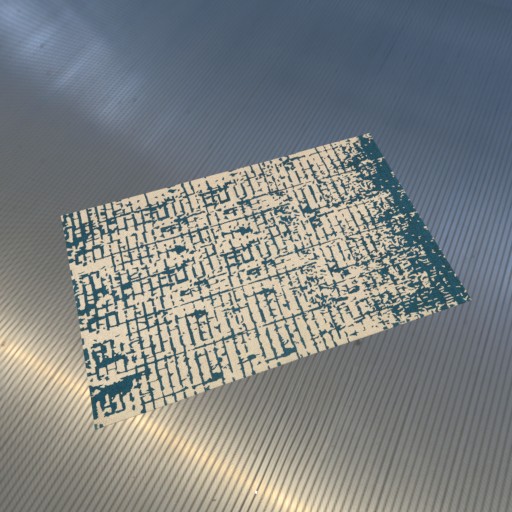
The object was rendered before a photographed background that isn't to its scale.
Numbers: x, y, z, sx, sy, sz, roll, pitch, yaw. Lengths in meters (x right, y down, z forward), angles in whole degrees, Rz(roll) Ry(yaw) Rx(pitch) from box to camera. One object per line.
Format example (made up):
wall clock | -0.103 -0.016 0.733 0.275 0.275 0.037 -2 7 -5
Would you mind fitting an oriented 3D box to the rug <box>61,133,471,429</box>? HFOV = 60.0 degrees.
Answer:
rug | 0.000 0.000 3.020 2.435 0.011 1.517 -17 63 -9
